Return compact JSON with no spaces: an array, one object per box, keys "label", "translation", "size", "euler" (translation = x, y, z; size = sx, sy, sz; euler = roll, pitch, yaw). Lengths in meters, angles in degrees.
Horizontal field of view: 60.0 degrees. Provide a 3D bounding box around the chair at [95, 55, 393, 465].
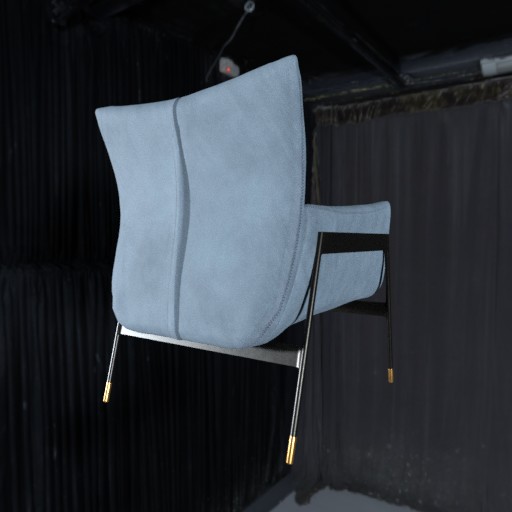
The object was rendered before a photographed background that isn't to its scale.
[{"label":"chair","translation":[0.000,0.000,1.375],"size":[0.678,0.858,0.709],"euler":[1,3,35]}]
